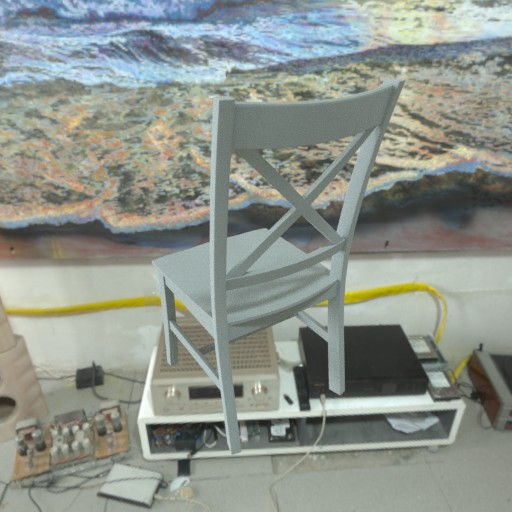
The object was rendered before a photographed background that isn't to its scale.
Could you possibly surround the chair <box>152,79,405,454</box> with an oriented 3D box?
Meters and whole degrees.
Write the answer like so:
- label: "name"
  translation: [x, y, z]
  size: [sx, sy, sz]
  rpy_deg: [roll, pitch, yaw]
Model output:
- label: "chair"
  translation: [0.000, 0.000, 1.300]
  size: [0.485, 0.983, 0.542]
  rpy_deg: [-18, 33, -29]
